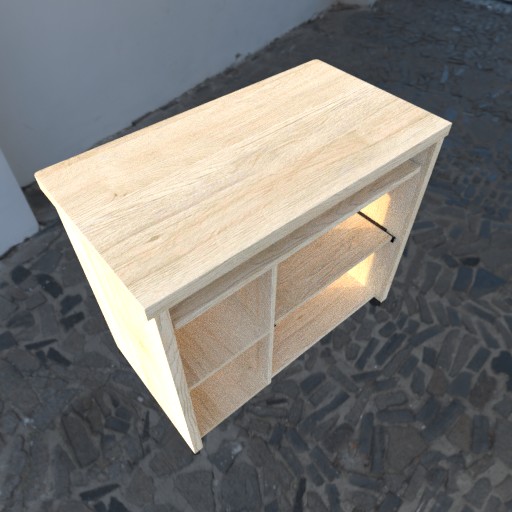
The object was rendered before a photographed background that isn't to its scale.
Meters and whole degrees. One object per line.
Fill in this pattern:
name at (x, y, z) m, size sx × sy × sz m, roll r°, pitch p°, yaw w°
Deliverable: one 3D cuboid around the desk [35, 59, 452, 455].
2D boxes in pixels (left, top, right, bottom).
desk at (0.000, 0.000, 1.329) m, size 0.885 × 0.770 × 0.480 m, roll -32°, pitch 55°, yaw -26°
